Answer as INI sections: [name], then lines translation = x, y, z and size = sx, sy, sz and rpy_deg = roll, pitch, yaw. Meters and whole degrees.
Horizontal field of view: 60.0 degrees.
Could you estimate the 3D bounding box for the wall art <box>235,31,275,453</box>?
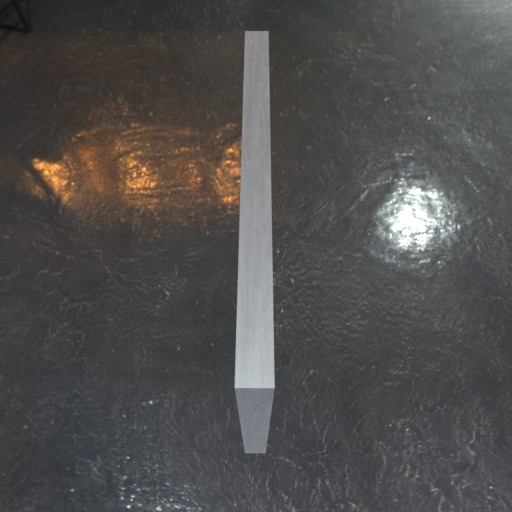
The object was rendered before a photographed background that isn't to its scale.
[wall art]
translation = 0.000, 0.000, 0.748
size = 0.037, 0.450, 0.557
rpy_deg = 0, 59, 0
